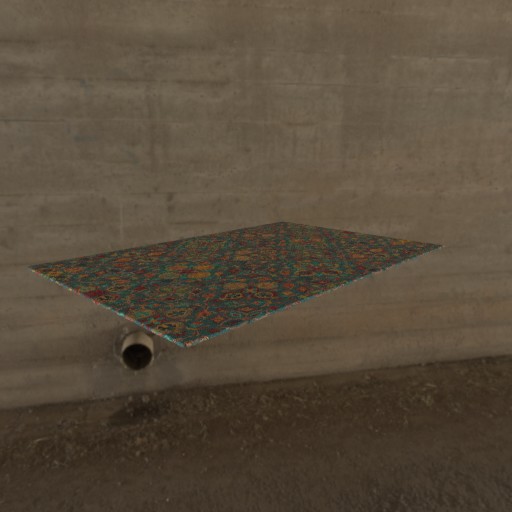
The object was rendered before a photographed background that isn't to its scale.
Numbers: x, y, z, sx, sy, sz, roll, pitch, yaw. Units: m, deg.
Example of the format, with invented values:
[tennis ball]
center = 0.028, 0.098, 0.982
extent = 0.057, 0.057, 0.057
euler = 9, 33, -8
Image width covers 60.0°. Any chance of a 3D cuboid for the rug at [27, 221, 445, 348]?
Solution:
[rug]
center = 0.000, 0.000, 2.873
extent = 1.527, 0.016, 2.290
euler = 13, 19, 43
